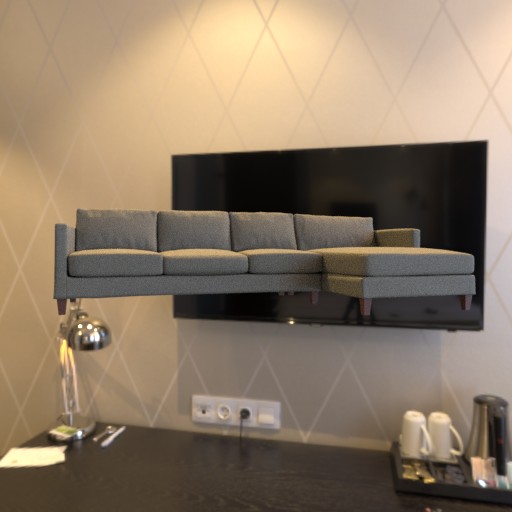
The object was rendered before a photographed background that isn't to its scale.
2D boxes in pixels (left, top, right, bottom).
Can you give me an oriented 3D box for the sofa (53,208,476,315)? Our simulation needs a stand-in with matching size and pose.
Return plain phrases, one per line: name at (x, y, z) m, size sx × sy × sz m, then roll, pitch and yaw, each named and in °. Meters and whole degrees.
sofa at (0.000, 0.000, 3.822) m, size 3.186 × 0.861 × 1.625 m, roll 0°, pitch 1°, yaw -17°
